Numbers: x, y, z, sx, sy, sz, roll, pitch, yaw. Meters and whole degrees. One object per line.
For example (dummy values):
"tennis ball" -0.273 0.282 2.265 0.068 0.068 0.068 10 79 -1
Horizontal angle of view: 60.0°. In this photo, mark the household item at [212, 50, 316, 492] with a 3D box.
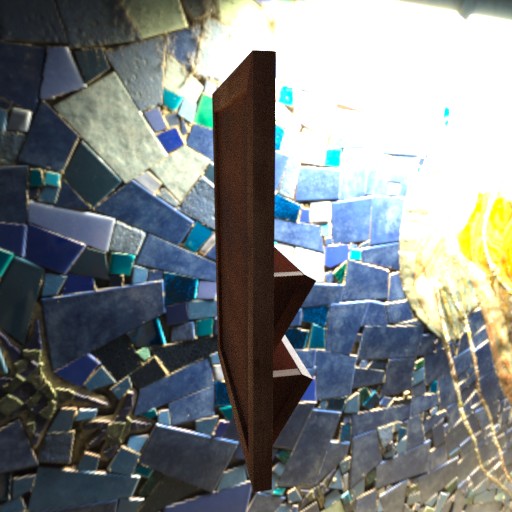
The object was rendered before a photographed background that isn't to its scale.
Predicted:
"household item" 0.000 0.000 0.545 0.067 0.407 0.310 -3 14 -11
